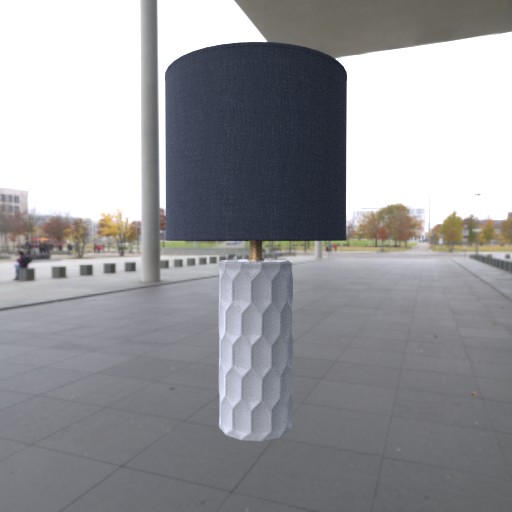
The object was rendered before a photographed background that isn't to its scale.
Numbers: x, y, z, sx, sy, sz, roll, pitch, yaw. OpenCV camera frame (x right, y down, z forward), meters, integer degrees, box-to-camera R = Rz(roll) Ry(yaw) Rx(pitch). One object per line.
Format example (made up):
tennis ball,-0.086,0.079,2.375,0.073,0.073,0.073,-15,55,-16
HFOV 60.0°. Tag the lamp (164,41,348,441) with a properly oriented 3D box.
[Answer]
lamp,0.000,0.000,0.691,0.277,0.537,0.277,1,2,36
